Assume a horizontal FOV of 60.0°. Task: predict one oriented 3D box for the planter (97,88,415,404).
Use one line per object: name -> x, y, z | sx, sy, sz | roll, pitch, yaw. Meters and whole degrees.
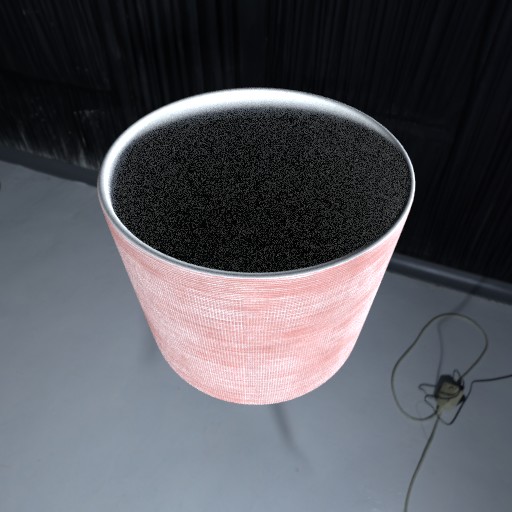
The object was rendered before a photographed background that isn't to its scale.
planter -> 0.000, 0.000, 0.775 | 0.440, 0.398, 0.440 | 0, 47, 0
